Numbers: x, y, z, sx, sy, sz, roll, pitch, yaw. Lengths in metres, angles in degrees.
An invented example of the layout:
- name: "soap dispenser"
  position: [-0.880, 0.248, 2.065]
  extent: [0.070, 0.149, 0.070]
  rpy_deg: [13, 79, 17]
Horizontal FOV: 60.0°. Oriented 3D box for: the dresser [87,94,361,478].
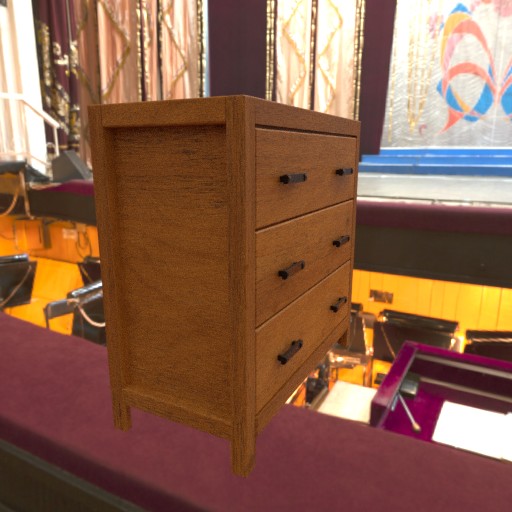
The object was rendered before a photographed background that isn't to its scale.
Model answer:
- name: "dresser"
  position: [0.000, 0.000, 1.319]
  extent: [0.427, 0.804, 0.804]
  rpy_deg: [7, 15, 27]
